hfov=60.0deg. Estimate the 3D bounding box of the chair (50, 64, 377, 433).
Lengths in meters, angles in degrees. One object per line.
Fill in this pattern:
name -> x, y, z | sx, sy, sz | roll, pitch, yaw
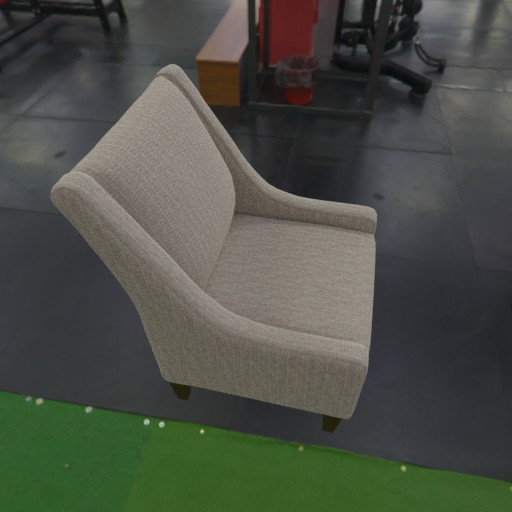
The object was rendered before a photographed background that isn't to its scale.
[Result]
chair -> 0.000, 0.000, 1.591 | 0.870, 1.014, 0.774 | 9, 46, 9
